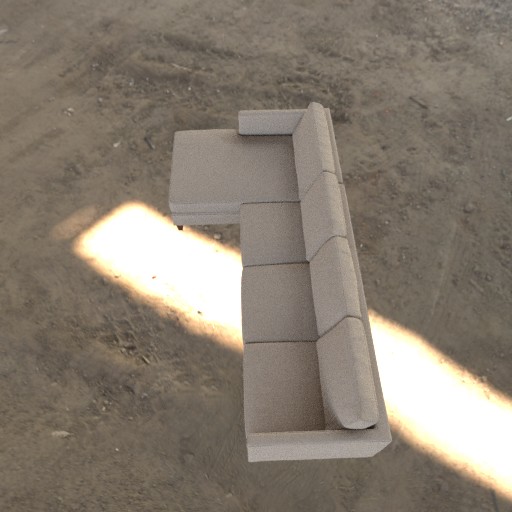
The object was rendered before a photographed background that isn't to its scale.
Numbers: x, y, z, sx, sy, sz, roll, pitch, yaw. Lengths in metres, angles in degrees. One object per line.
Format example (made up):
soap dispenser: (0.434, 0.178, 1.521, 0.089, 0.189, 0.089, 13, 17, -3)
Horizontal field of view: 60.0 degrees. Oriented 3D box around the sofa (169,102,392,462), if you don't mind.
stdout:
sofa: (0.000, 0.000, 3.843, 1.625, 0.846, 3.186, -2, 58, -1)
